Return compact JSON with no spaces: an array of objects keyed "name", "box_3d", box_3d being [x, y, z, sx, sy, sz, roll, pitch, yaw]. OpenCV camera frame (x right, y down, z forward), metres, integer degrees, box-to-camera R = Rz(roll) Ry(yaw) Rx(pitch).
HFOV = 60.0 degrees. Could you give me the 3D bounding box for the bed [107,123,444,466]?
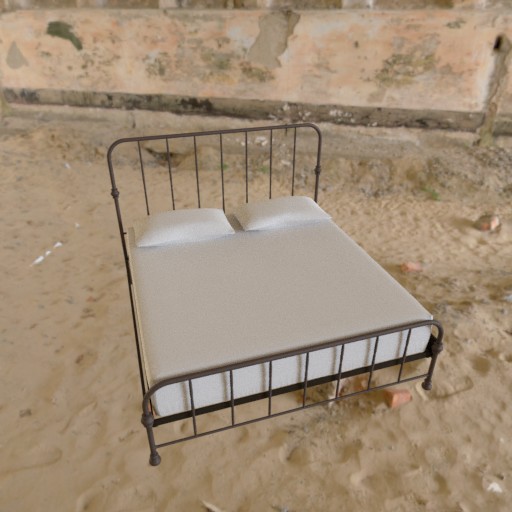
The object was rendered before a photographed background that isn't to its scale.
[{"name":"bed","box_3d":[0.000,0.000,3.474,2.044,1.446,2.134,-9,32,-15]}]
